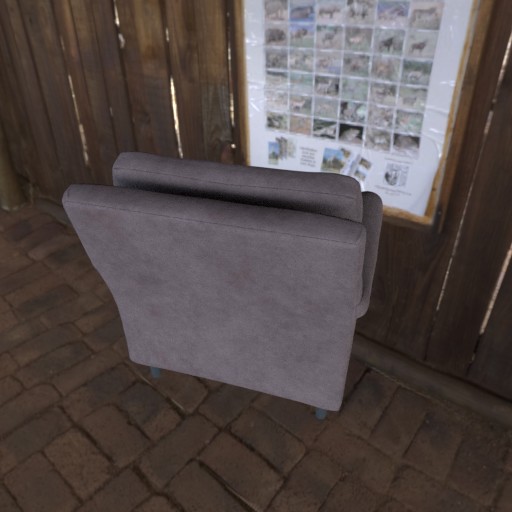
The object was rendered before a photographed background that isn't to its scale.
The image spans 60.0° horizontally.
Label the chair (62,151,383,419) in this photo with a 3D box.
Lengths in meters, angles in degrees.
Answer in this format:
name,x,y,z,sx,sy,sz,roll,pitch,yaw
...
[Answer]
name,x,y,z,sx,sy,sz,roll,pitch,yaw
chair,0.000,0.000,1.837,0.955,0.997,1.070,9,33,14
